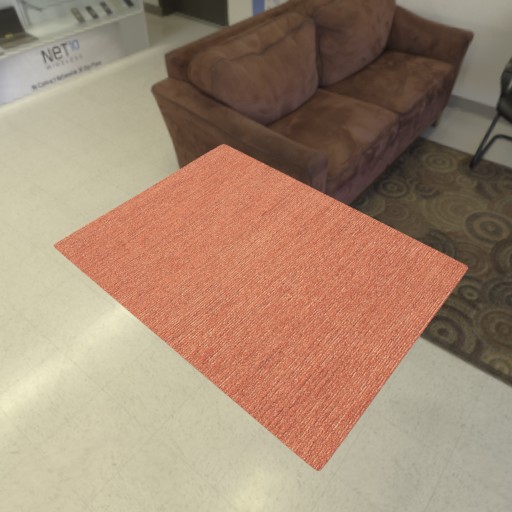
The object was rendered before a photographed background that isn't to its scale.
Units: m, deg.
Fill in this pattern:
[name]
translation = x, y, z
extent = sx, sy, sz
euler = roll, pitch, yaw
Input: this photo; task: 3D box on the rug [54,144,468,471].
[rug]
translation = 0.000, 0.000, 2.799
extent = 2.112, 0.009, 1.594
euler = 32, 54, 27
